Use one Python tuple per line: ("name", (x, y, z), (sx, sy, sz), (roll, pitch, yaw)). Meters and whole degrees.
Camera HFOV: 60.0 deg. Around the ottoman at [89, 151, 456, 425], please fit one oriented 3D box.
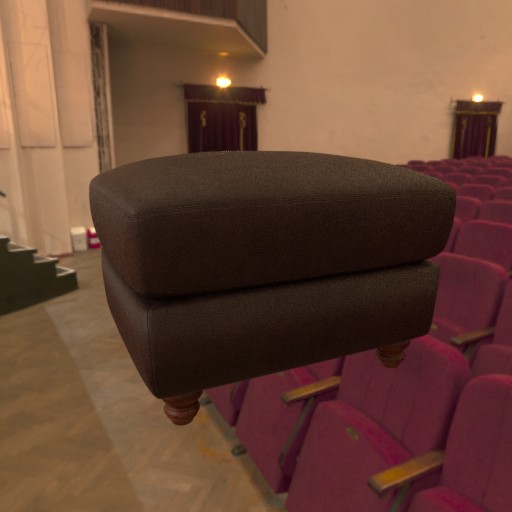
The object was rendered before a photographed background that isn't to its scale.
("ottoman", (0.000, 0.000, 1.234), (0.806, 0.569, 0.670), (-7, 15, -25))
